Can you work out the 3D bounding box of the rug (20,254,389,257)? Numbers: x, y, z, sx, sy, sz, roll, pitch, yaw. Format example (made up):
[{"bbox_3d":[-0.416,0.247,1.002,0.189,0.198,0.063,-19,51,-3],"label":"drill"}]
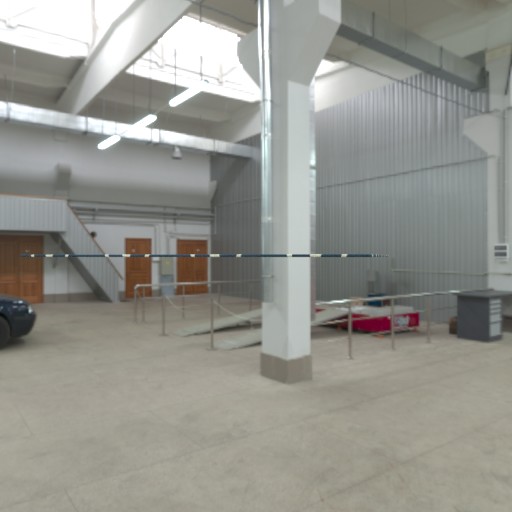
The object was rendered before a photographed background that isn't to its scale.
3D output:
[{"bbox_3d":[0.000,0.000,2.750,1.524,0.010,2.134,0,0,18],"label":"rug"}]
